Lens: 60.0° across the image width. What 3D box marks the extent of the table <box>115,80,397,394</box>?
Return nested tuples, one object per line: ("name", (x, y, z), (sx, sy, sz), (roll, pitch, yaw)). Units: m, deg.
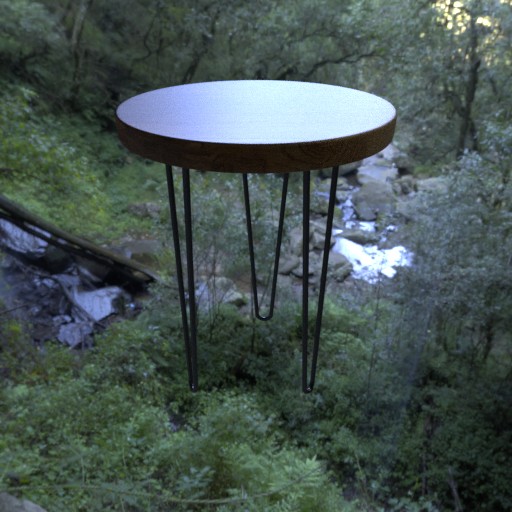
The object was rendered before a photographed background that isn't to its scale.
("table", (0.000, 0.000, 0.782), (0.400, 0.520, 0.400), (0, 31, 0))
